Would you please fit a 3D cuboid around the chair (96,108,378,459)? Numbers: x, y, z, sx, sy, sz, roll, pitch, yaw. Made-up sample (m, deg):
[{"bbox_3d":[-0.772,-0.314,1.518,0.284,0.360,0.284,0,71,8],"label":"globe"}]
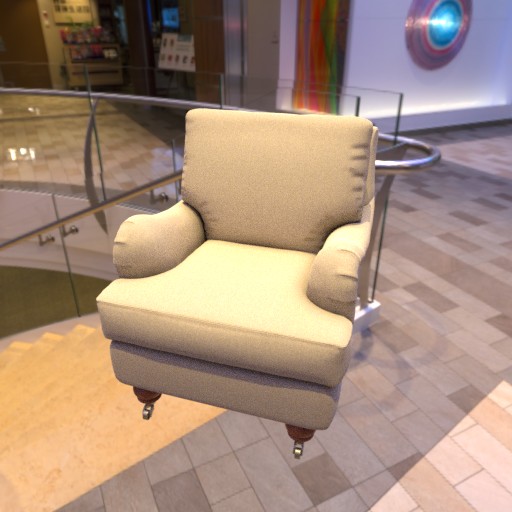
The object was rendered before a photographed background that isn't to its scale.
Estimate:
[{"bbox_3d":[0.000,0.000,1.845,0.895,1.076,1.078,8,28,15],"label":"chair"}]
